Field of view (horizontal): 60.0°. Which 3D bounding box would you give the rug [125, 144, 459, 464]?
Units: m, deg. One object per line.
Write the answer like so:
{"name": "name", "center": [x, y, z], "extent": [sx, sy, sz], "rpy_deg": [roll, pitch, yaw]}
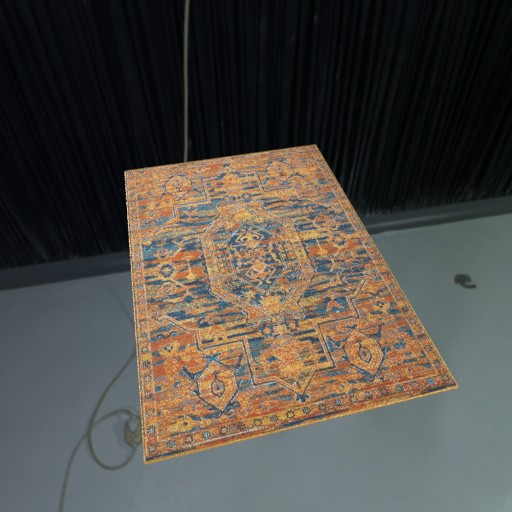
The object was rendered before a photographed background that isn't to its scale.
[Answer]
{"name": "rug", "center": [0.000, 0.000, 3.708], "extent": [2.043, 0.019, 2.916], "rpy_deg": [-10, 48, -9]}
